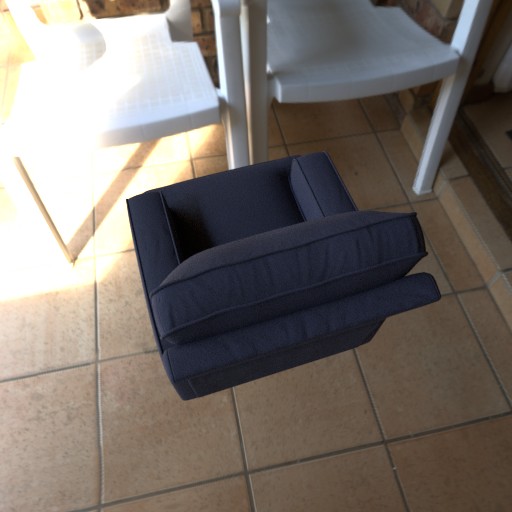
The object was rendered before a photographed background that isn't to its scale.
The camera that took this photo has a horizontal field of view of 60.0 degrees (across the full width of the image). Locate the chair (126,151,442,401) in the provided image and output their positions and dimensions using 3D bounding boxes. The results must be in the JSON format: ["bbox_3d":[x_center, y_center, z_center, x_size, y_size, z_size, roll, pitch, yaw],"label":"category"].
[{"bbox_3d":[0.000,0.000,1.657,0.861,0.962,0.964,-15,60,-9],"label":"chair"}]
